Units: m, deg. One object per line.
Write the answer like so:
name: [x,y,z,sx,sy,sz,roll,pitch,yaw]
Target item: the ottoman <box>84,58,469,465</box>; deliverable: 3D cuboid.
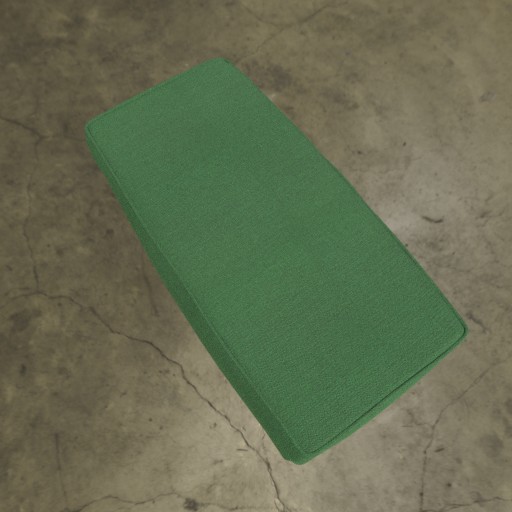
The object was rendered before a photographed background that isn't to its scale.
ottoman: [0.000,0.000,1.193,0.483,0.471,0.957,-32,70,-13]
